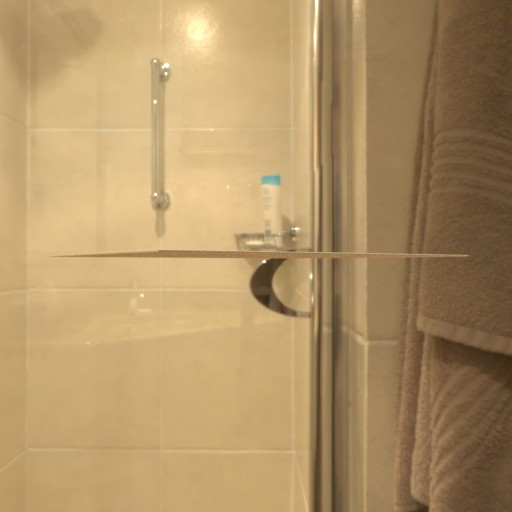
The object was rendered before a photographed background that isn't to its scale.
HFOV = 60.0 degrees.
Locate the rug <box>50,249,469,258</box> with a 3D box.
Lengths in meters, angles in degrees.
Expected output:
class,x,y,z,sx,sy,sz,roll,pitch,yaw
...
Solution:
class,x,y,z,sx,sy,sz,roll,pitch,yaw
rug,0.000,0.000,3.969,2.945,0.014,2.353,1,-1,-37
